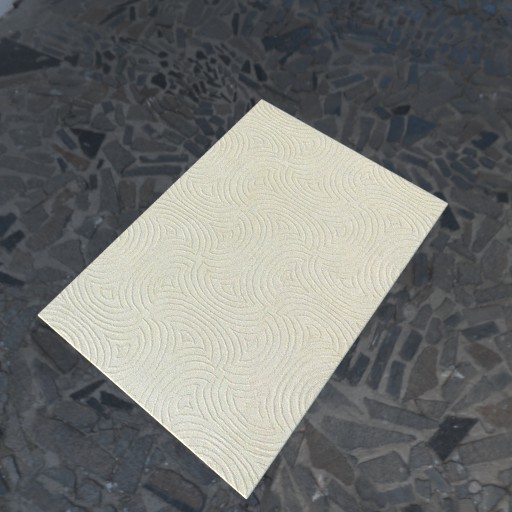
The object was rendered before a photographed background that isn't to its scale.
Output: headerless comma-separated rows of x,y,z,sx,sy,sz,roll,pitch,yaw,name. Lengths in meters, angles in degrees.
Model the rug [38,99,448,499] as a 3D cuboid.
0.000,0.000,2.719,1.526,0.015,2.132,34,68,16,rug
